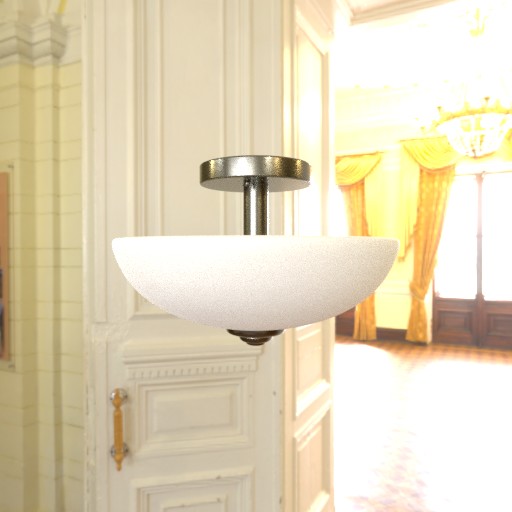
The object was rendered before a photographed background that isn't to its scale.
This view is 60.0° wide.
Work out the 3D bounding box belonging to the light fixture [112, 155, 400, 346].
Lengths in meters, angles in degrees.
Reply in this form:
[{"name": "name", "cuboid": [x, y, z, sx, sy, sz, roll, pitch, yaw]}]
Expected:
[{"name": "light fixture", "cuboid": [0.000, 0.000, 0.534, 0.330, 0.214, 0.330, 0, 1, 0]}]
